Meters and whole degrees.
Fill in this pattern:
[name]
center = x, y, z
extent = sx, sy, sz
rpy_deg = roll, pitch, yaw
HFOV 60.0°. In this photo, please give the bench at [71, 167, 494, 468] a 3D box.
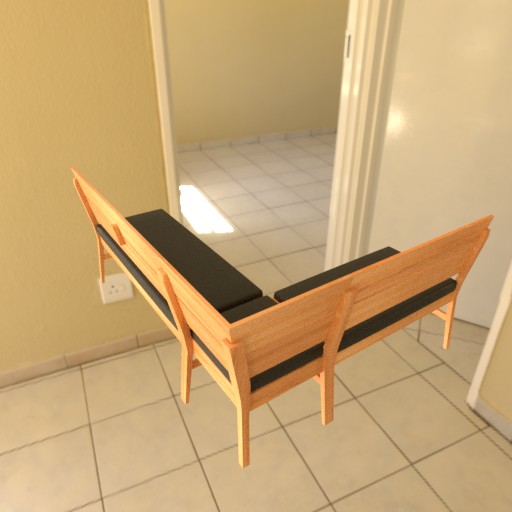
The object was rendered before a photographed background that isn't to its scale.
[bench]
center = 0.000, 0.000, 2.743
extent = 1.548, 0.890, 1.948
rpy_deg = -19, 35, -29
